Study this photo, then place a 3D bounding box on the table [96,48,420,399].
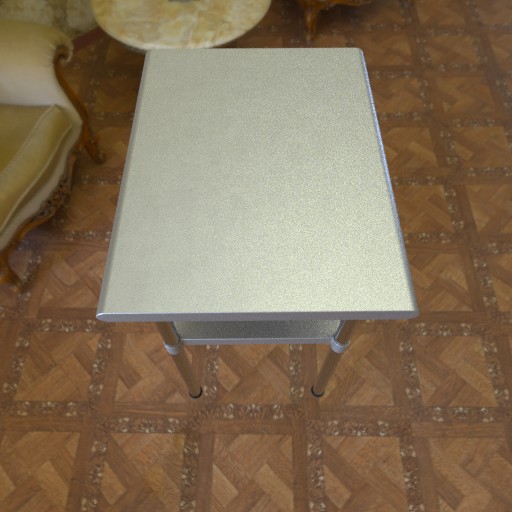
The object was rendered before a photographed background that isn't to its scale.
[{"bbox_3d":[0.000,0.000,1.357,0.584,0.876,0.762,0,59,0],"label":"table"}]
